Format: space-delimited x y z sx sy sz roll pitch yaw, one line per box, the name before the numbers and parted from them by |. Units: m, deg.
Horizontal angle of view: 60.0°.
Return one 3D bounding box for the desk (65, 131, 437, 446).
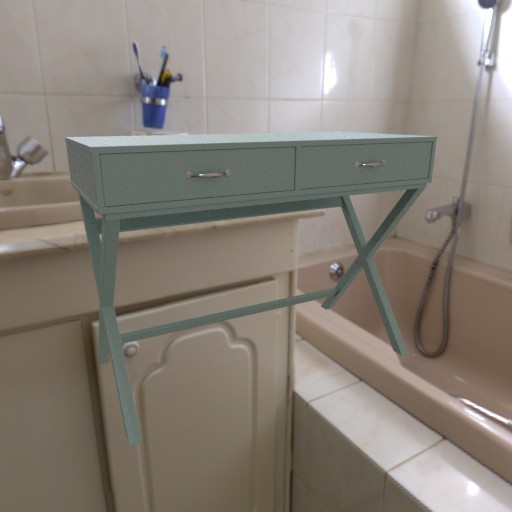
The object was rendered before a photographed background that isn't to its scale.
desk | 0.000 0.000 1.503 1.057 0.780 0.525 -9 20 -27
